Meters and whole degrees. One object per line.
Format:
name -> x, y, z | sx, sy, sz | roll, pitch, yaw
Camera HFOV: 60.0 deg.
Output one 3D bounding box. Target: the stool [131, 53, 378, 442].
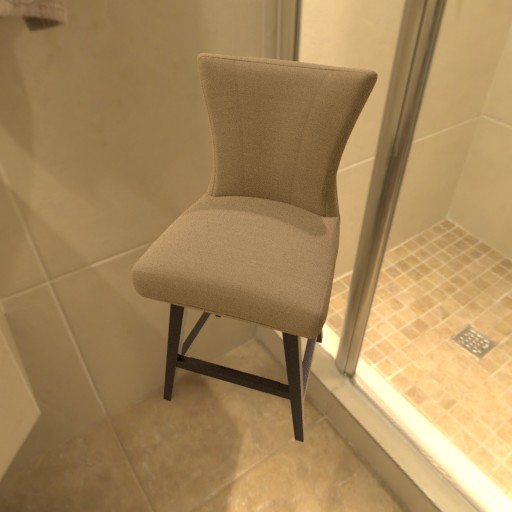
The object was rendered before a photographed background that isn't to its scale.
stool -> 0.000, 0.000, 1.345 | 0.514, 1.000, 0.574 | 12, 42, 14
